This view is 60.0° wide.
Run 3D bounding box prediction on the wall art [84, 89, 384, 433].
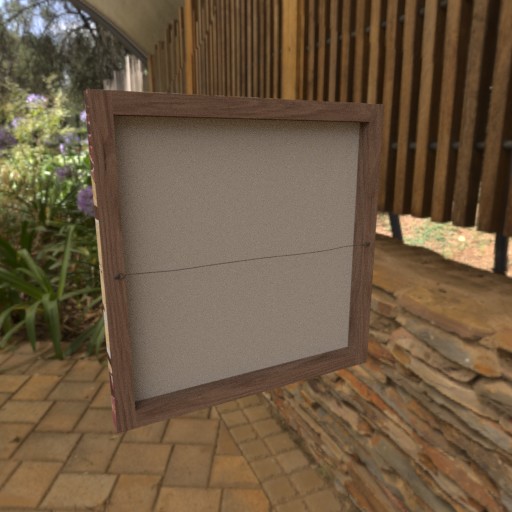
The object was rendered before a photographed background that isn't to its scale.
[{"bbox_3d":[0.000,0.000,0.913,0.609,0.613,0.041,-7,16,-27],"label":"wall art"}]
